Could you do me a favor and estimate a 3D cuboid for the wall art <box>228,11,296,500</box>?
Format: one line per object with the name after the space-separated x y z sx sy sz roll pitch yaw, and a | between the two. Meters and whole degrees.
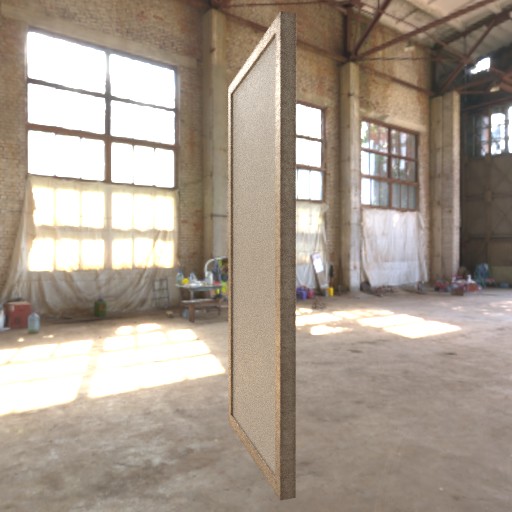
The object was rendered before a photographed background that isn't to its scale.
0.000 0.000 1.637 0.051 1.461 0.648 0 1 -17 | wall art
